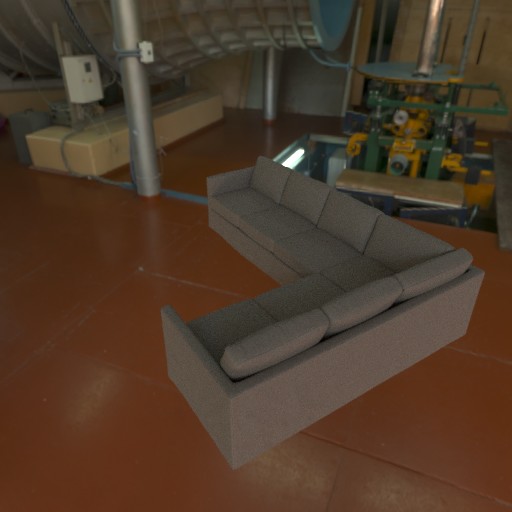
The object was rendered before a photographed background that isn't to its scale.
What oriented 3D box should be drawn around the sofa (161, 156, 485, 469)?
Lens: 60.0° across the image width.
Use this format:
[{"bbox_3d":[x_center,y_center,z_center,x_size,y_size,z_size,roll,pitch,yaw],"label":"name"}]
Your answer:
[{"bbox_3d":[0.000,0.000,4.306,2.432,0.871,3.182,-18,35,-28],"label":"sofa"}]
